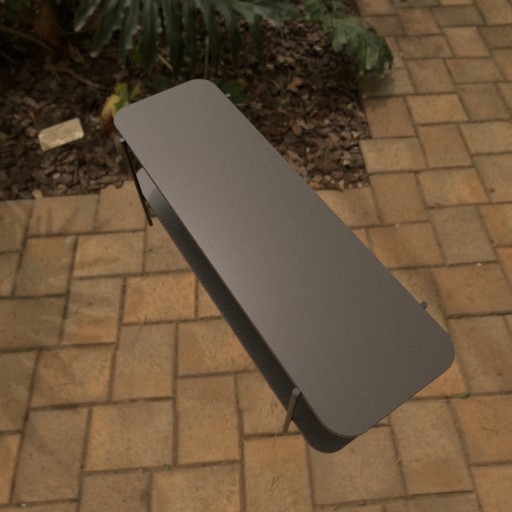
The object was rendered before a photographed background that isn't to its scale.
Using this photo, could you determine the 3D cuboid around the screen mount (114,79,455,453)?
[{"bbox_3d":[0.000,0.000,1.411,0.400,0.447,1.200,-29,63,-17],"label":"screen mount"}]
